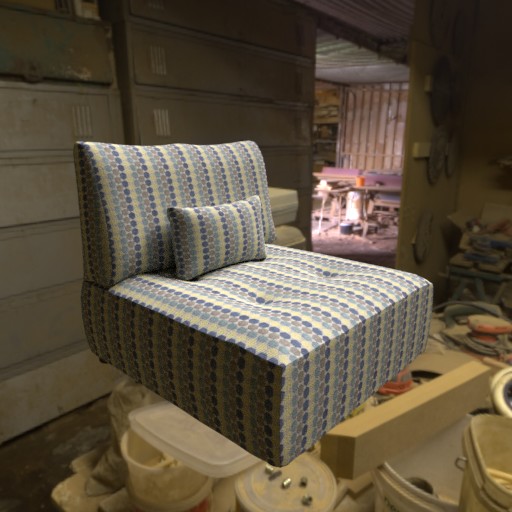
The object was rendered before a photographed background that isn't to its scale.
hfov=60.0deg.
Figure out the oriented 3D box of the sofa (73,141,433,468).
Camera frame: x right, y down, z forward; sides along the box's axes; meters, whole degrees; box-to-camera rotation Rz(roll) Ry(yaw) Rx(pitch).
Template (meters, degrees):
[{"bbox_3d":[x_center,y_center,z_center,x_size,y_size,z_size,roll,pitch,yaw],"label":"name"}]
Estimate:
[{"bbox_3d":[0.000,0.000,1.656,1.000,0.830,0.930,13,20,41],"label":"sofa"}]
